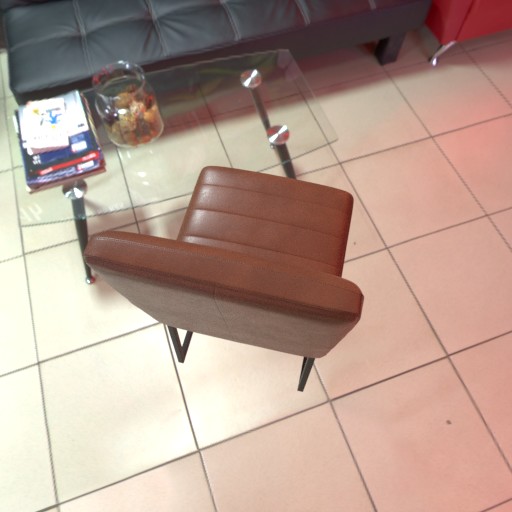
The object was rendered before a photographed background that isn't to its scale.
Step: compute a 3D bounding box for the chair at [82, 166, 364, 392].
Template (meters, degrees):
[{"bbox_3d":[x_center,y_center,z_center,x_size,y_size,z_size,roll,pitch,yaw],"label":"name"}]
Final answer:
[{"bbox_3d":[0.000,0.000,1.300,0.520,0.930,0.634,12,63,6],"label":"chair"}]
